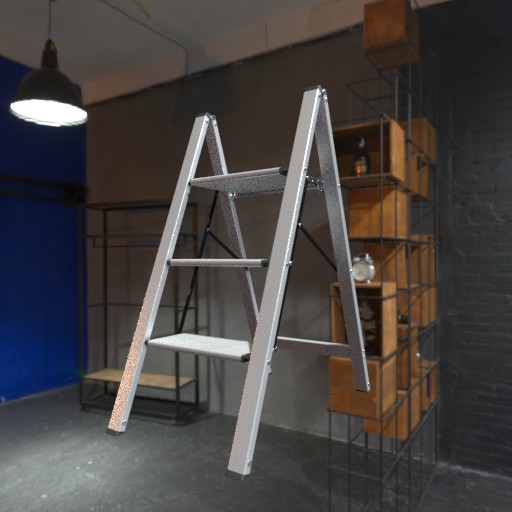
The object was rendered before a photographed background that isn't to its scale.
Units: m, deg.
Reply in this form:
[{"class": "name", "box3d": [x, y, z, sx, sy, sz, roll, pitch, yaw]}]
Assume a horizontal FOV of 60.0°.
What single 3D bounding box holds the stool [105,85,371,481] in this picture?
[{"class": "stool", "box3d": [0.000, 0.000, 1.309, 0.441, 0.902, 0.730, 0, 0, 35]}]
